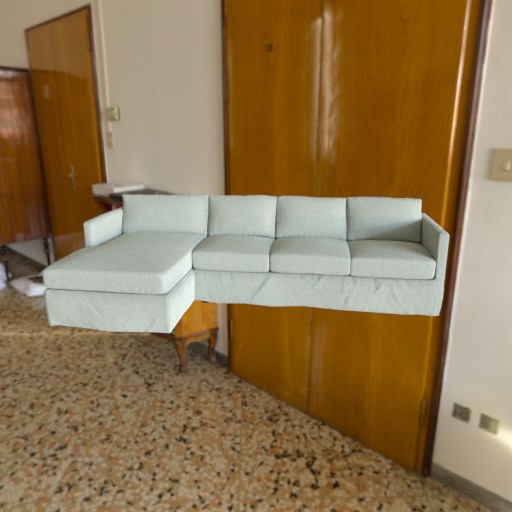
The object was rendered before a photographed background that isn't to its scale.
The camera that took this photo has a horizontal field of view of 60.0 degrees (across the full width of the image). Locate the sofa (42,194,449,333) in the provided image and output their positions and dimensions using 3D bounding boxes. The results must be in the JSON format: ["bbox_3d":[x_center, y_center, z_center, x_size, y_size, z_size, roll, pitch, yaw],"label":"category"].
[{"bbox_3d":[0.000,0.000,3.961,3.205,0.922,1.650,2,16,8],"label":"sofa"}]
